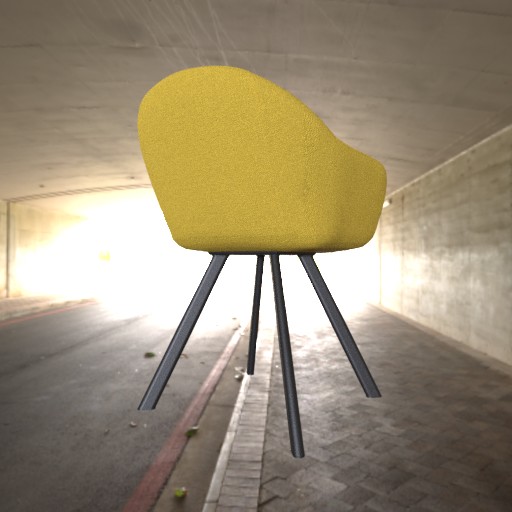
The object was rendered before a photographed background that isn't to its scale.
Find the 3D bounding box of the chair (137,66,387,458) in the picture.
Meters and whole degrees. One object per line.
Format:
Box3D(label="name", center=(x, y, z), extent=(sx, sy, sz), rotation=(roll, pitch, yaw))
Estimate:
Box3D(label="chair", center=(0.000, 0.000, 1.137), extent=(0.545, 0.775, 0.565), rotation=(0, 0, 36))
